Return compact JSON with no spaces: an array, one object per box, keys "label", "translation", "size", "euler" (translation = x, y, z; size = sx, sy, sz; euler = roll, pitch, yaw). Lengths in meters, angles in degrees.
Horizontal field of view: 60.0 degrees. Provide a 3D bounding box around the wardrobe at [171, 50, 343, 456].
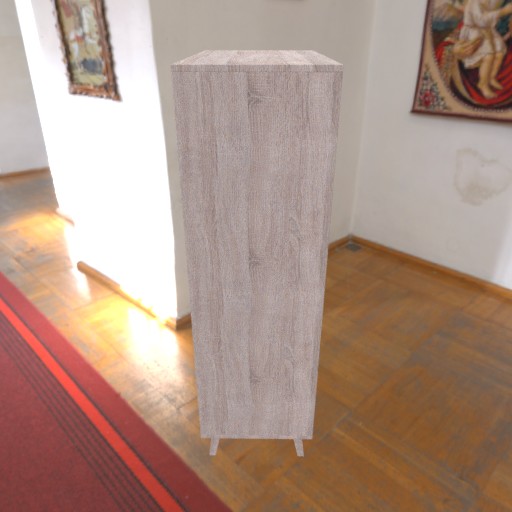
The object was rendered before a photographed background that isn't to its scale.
[{"label":"wardrobe","translation":[0.000,0.000,2.378],"size":[0.600,1.960,1.000],"euler":[0,27,1]}]
